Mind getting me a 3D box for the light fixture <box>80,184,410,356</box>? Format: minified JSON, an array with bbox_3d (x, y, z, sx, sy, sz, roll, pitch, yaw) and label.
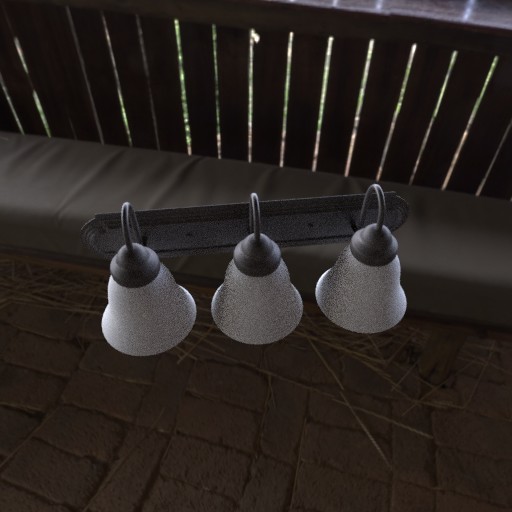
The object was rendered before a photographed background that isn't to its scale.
[{"bbox_3d":[0.000,0.000,0.734,0.610,0.222,0.199,-5,46,-5],"label":"light fixture"}]
